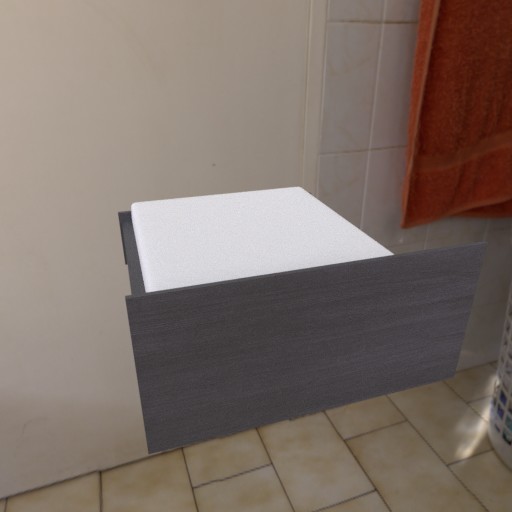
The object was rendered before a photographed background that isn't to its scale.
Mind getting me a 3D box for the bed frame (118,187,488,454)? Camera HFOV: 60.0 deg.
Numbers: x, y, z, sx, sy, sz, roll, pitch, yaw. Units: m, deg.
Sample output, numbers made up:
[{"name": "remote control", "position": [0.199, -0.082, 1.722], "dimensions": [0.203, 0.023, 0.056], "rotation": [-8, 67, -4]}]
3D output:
[{"name": "bed frame", "position": [0.000, 0.000, 2.840], "dimensions": [1.622, 0.800, 1.960], "rotation": [-8, 27, -16]}]
